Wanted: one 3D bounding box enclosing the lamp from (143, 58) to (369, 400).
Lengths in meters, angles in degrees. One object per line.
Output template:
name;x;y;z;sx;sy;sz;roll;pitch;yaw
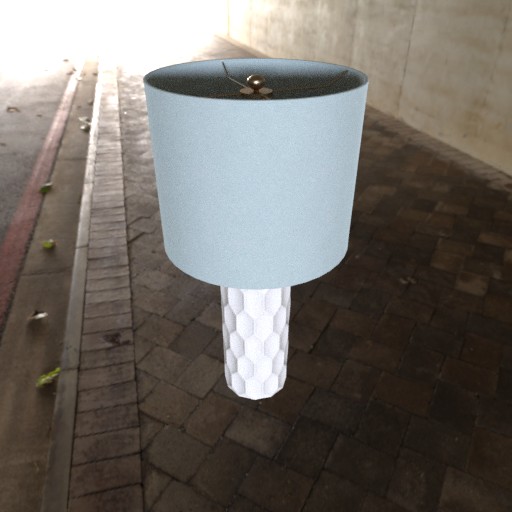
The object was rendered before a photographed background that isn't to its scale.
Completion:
lamp;0.000;0.000;0.695;0.277;0.534;0.277;9;33;14
